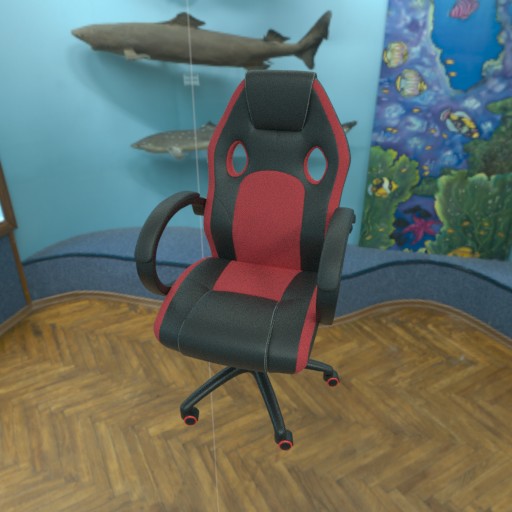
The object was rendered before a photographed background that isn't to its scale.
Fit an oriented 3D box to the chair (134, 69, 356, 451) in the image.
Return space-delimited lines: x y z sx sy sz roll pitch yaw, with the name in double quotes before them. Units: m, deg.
"chair" 0.000 0.000 1.588 0.673 1.187 0.724 8 28 15
